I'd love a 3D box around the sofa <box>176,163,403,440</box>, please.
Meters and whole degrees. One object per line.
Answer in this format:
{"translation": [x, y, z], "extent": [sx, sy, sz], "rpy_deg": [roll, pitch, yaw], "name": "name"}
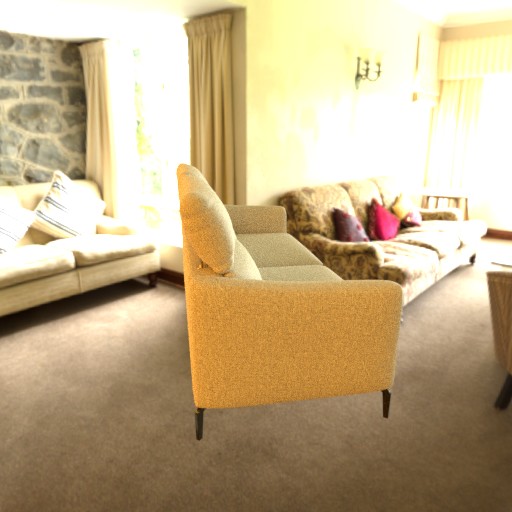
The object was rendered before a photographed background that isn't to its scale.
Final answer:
{"translation": [0.000, 0.000, 2.551], "extent": [0.856, 0.956, 2.015], "rpy_deg": [-3, 16, -10], "name": "sofa"}
